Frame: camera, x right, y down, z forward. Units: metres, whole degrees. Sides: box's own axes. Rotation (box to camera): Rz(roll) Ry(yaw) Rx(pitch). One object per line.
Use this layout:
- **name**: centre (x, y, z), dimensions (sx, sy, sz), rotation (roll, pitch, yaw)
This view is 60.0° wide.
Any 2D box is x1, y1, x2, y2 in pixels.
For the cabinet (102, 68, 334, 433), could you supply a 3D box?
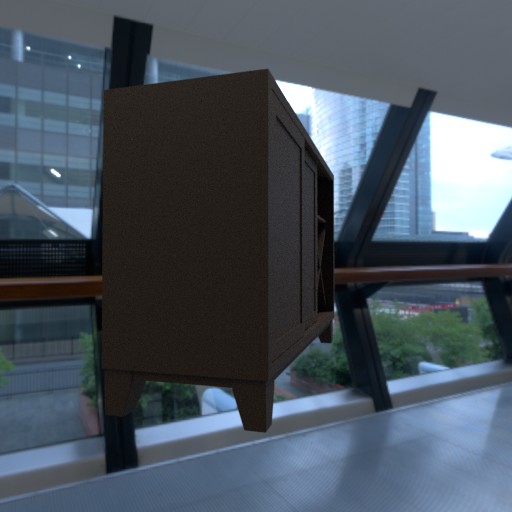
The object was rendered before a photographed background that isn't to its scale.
- **cabinet**: centre (0.000, 0.000, 1.843), dimensions (0.482, 0.914, 1.396), rotation (0, -1, 17)
